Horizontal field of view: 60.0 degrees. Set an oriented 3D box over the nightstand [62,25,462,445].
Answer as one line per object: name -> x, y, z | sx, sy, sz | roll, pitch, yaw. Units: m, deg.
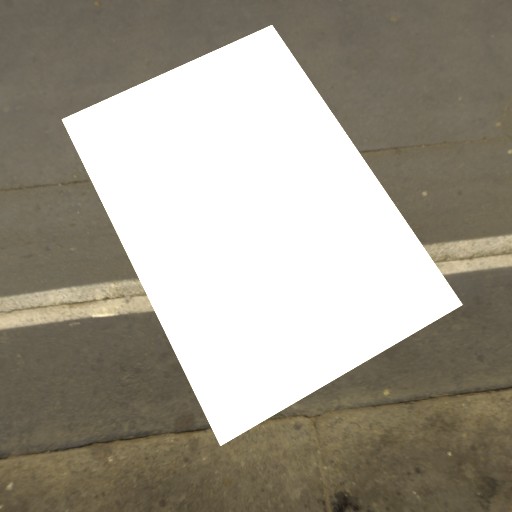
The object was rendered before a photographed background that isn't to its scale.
nightstand -> 0.000, 0.000, 0.757 | 0.325, 0.460, 0.441 | -28, 76, -8
